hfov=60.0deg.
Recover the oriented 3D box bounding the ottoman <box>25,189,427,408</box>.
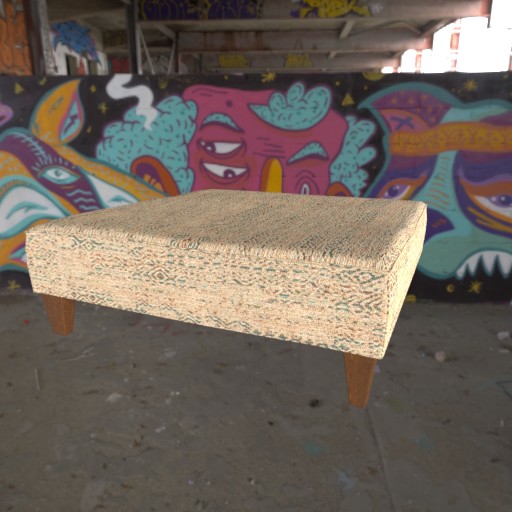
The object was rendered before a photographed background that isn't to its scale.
[{"bbox_3d":[0.000,0.000,1.492,1.004,0.356,0.968,7,17,23],"label":"ottoman"}]
